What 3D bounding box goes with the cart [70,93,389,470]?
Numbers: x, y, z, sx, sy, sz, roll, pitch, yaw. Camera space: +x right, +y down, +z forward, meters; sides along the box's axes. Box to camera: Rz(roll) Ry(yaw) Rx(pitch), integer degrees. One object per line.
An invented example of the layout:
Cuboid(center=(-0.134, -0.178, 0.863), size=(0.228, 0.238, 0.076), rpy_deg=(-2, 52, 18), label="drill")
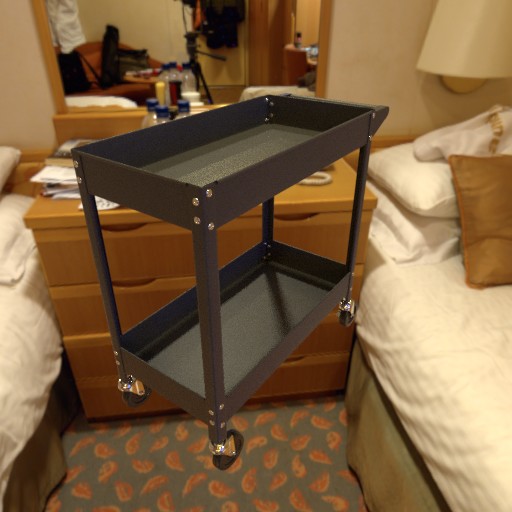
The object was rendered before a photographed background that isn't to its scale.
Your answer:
Cuboid(center=(0.000, 0.000, 1.203), size=(0.366, 0.719, 0.779), rpy_deg=(20, 36, 30), label="cart")
